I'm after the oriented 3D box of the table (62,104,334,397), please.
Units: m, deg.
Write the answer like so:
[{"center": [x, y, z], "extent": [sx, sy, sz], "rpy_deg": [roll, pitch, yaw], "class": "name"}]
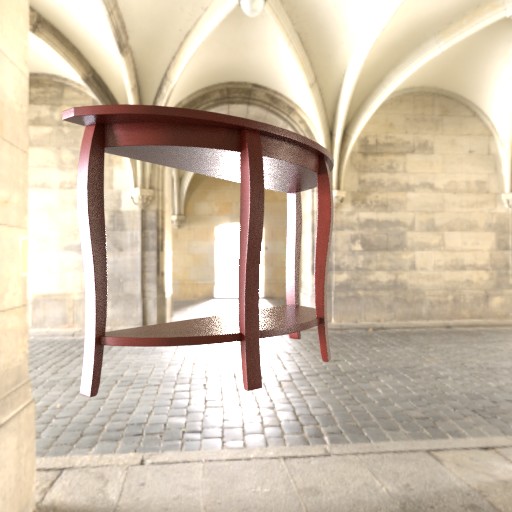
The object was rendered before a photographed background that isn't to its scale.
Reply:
[{"center": [0.000, 0.000, 1.567], "extent": [0.405, 0.779, 1.219], "rpy_deg": [0, -1, 37], "class": "table"}]
